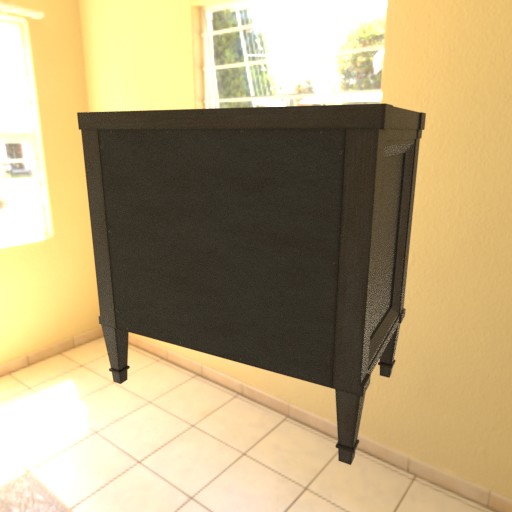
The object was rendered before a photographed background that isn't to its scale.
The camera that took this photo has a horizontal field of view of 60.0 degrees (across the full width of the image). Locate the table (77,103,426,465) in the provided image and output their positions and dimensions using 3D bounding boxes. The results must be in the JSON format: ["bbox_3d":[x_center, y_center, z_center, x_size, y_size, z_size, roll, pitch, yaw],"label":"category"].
[{"bbox_3d":[0.000,0.000,1.072,0.660,0.660,0.413,8,18,27],"label":"table"}]
